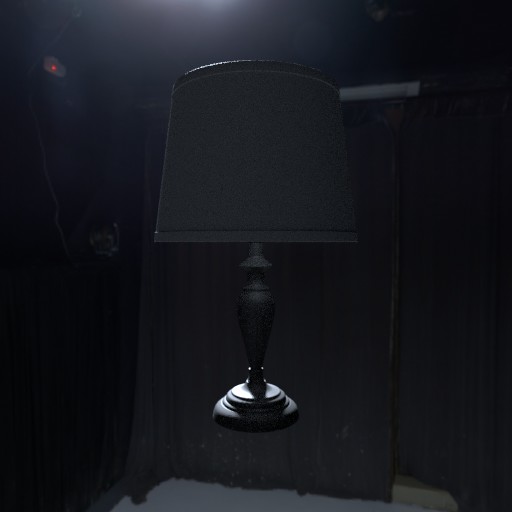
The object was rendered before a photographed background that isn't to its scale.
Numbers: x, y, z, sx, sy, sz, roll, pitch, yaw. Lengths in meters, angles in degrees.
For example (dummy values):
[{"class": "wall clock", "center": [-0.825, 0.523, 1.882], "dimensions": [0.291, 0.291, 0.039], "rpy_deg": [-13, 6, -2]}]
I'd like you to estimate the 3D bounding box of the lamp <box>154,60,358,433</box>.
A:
[{"class": "lamp", "center": [0.000, 0.000, 0.691], "dimensions": [0.310, 0.501, 0.310], "rpy_deg": [0, 2, 0]}]
